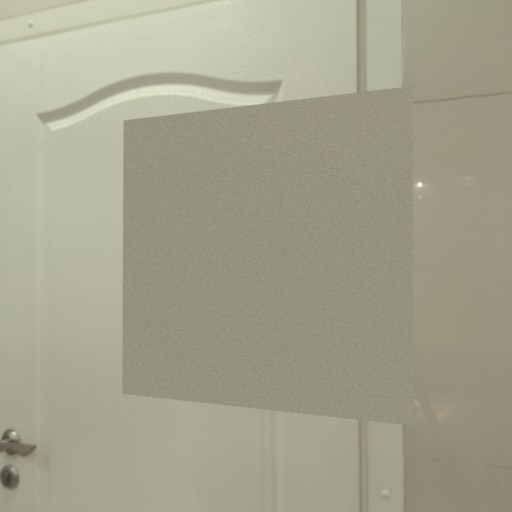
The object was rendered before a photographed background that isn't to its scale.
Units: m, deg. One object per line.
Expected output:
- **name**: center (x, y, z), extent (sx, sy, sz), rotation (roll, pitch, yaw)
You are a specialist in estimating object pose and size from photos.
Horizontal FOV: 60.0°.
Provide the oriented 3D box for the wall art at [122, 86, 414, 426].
- **wall art**: center (0.000, 0.000, 0.531), extent (0.355, 0.355, 0.027), rotation (0, -1, 18)
